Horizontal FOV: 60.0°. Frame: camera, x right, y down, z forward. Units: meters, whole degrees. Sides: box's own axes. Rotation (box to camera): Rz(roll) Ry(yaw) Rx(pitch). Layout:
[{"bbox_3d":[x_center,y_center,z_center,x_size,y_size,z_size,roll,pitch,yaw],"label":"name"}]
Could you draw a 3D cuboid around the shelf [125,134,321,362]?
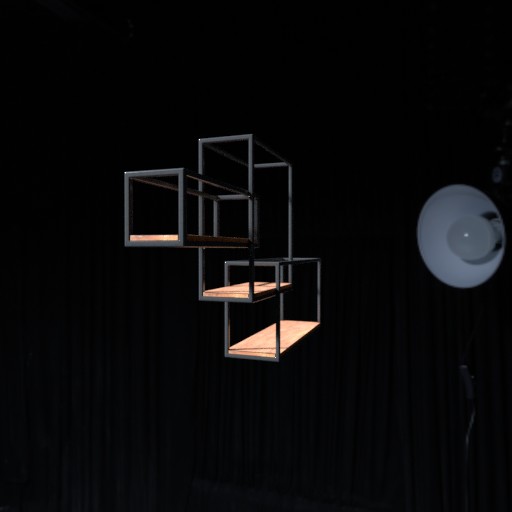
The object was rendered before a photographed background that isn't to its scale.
[{"bbox_3d":[0.000,0.000,2.140,0.275,0.972,1.781,0,1,20],"label":"shelf"}]
